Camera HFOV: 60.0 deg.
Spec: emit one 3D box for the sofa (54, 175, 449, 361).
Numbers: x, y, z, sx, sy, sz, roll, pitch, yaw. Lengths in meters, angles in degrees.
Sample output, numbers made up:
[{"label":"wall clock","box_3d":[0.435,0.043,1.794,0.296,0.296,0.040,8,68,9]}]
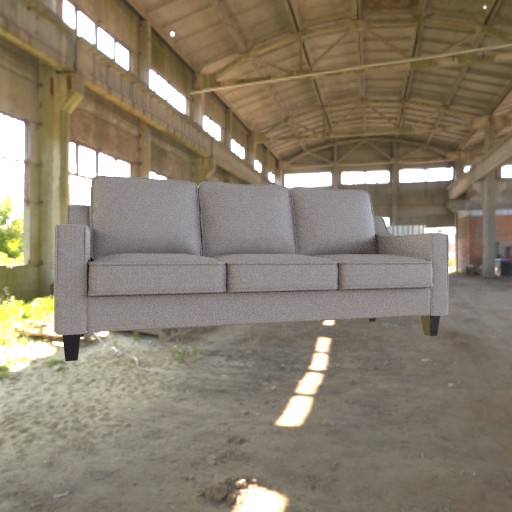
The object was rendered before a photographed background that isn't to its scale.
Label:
[{"label":"sofa","box_3d":[0.000,0.000,2.646,2.129,0.950,0.899,0,0,-19]}]
